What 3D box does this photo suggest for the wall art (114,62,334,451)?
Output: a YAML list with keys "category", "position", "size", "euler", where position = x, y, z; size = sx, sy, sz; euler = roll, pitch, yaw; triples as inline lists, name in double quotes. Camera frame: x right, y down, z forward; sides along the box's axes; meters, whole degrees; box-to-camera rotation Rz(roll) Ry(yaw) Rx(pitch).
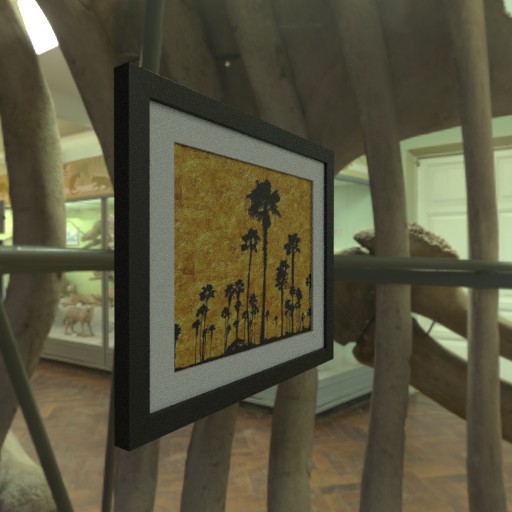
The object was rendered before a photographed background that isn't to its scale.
- category: "wall art"
  position: [0.000, 0.000, 0.759]
  size: [0.028, 0.460, 0.561]
  euler: [0, 1, 35]
